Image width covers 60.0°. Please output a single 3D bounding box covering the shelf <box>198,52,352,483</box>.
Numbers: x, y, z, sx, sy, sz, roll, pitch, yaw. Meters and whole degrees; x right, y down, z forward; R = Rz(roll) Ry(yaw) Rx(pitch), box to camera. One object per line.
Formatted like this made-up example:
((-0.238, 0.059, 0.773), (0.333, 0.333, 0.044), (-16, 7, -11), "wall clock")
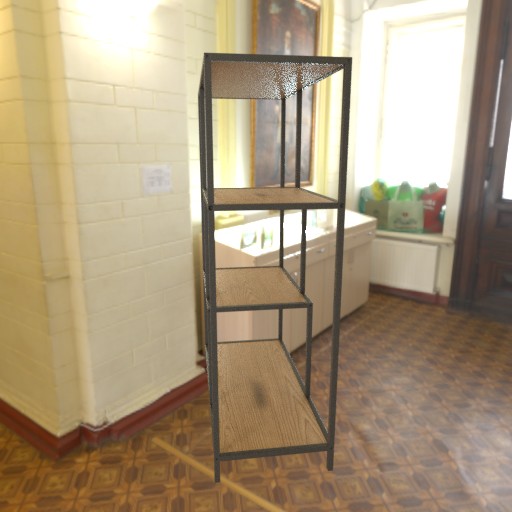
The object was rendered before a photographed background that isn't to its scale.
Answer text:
((0.000, 0.000, 1.528), (0.350, 1.138, 0.770), (-2, 14, -8), "shelf")
